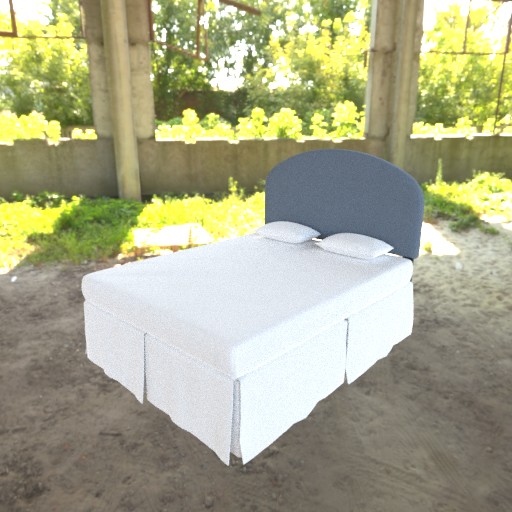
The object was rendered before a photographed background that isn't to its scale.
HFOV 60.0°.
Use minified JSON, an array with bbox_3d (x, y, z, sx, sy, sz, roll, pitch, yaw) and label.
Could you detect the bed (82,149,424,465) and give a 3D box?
[{"bbox_3d":[0.000,0.000,3.134,1.607,1.410,2.005,15,22,41],"label":"bed"}]
